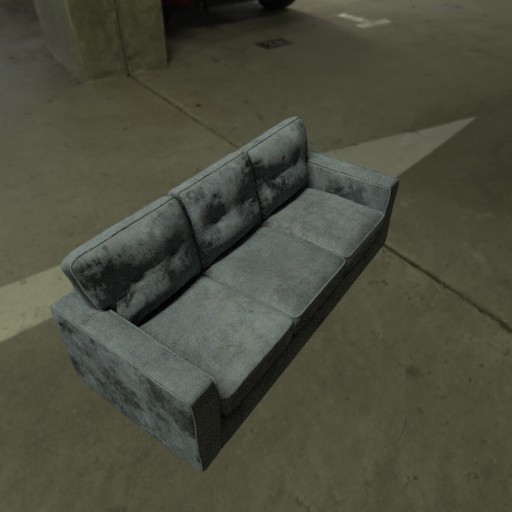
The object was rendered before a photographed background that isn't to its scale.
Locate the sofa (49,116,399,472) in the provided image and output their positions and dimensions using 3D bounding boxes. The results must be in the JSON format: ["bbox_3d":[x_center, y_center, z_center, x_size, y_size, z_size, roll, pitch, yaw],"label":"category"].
[{"bbox_3d":[0.000,0.000,2.658,0.939,0.965,2.133,25,46,26],"label":"sofa"}]
